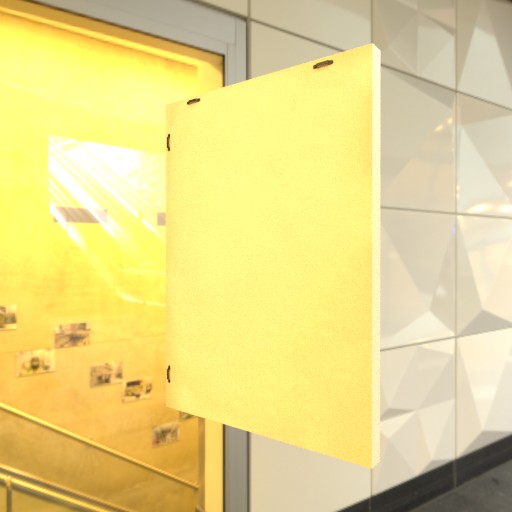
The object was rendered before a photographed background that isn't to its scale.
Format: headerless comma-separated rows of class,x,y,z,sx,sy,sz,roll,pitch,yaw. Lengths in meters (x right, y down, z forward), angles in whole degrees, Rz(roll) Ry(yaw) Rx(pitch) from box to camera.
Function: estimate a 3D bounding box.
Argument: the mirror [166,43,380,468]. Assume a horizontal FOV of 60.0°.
mirror,0.000,0.000,0.902,0.507,0.710,0.040,0,0,37
